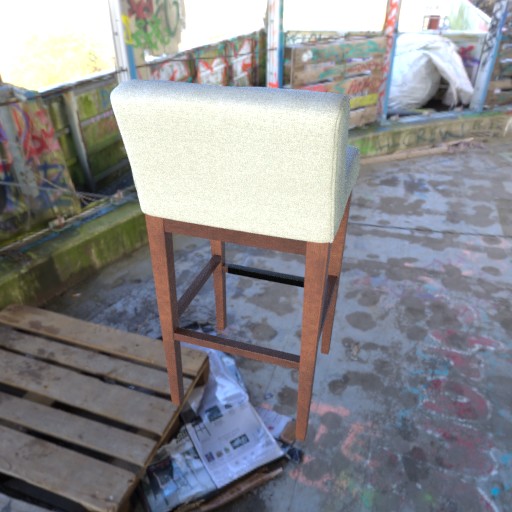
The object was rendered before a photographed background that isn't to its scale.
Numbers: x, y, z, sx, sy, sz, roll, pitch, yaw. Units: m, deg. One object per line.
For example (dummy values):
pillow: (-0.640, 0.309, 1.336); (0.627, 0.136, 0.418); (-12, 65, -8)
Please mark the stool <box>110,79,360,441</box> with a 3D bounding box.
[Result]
stool: (0.000, 0.000, 1.329); (0.511, 1.037, 0.500); (10, 33, 16)
